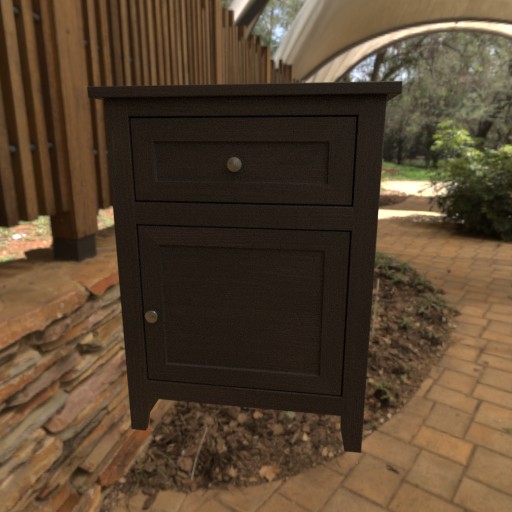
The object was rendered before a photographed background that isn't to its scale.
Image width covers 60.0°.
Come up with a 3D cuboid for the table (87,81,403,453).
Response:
[{"bbox_3d":[0.000,0.000,0.927,0.480,0.635,0.381,2,15,9],"label":"table"}]
